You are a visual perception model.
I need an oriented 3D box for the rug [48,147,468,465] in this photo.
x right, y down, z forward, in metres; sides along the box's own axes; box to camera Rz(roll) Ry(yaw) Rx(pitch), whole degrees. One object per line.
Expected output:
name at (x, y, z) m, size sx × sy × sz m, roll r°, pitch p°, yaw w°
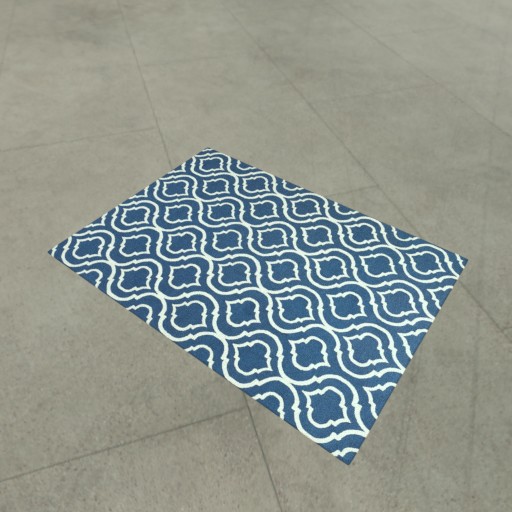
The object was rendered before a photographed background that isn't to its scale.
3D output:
rug at (0.000, 0.000, 2.752) m, size 2.134 × 0.010 × 1.524 m, roll 28°, pitch 52°, yaw 25°
